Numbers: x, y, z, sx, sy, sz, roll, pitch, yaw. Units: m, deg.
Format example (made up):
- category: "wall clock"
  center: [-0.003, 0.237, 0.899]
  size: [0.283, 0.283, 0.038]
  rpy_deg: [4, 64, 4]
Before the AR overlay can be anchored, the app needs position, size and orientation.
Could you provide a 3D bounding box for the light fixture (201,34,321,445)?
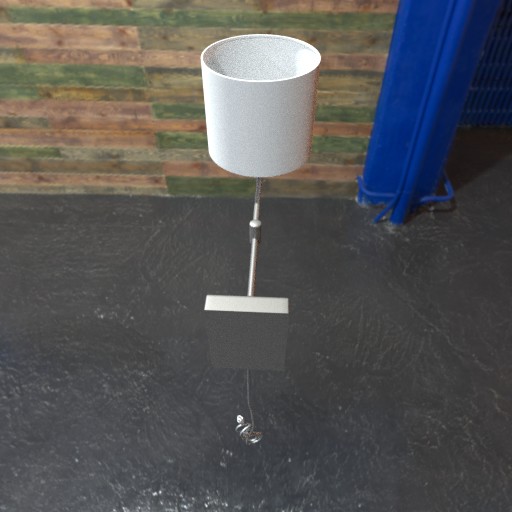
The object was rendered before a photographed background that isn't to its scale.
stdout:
- category: "light fixture"
  center: [0.000, 0.000, 0.875]
  size: [0.203, 0.651, 0.516]
  rpy_deg: [2, 45, 2]
